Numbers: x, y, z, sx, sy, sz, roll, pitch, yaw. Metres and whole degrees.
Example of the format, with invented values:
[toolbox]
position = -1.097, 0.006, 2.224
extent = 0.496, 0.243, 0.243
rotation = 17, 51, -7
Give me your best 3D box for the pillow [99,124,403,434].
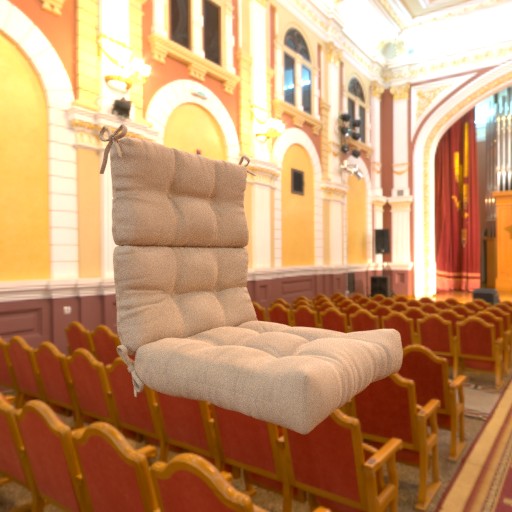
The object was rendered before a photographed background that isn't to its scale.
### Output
[pillow]
position = 0.000, 0.000, 1.055
extent = 0.571, 0.605, 0.519
rotation = 0, 0, 36
